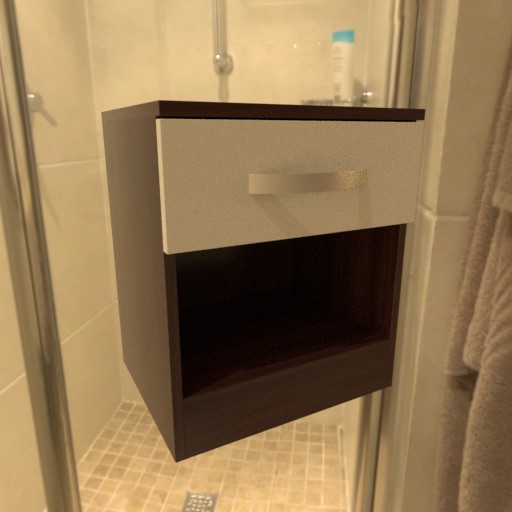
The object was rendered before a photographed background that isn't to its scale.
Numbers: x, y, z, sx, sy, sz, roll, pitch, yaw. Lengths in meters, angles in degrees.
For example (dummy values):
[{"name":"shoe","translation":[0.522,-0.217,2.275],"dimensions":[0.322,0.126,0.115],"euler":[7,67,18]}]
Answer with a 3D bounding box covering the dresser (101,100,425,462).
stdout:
[{"name":"dresser","translation":[0.000,0.000,0.752],"dimensions":[0.400,0.470,0.360],"euler":[-8,18,-27]}]
